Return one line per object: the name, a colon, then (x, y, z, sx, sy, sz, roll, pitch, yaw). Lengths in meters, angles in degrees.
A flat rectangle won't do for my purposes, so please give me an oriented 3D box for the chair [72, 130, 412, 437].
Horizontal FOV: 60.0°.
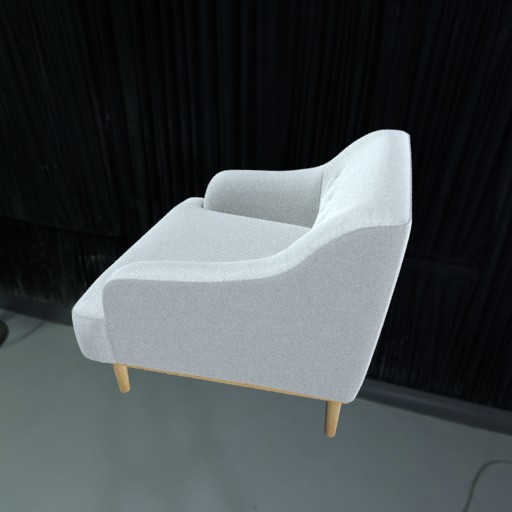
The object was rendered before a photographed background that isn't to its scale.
chair: (0.000, 0.000, 1.612, 0.951, 0.818, 0.946, 8, 32, 14)
